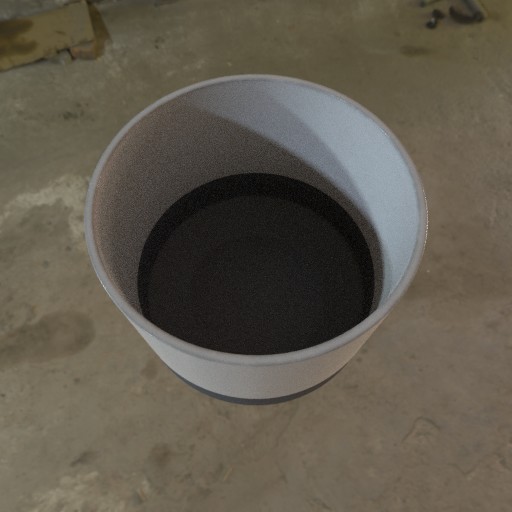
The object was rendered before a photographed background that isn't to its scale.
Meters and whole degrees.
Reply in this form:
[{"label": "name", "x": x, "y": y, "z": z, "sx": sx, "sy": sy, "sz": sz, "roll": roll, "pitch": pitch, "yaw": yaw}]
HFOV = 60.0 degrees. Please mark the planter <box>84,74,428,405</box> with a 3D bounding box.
[{"label": "planter", "x": 0.000, "y": 0.000, "z": 0.215, "sx": 0.128, "sy": 0.105, "sz": 0.128, "roll": 0, "pitch": 64, "yaw": 0}]
